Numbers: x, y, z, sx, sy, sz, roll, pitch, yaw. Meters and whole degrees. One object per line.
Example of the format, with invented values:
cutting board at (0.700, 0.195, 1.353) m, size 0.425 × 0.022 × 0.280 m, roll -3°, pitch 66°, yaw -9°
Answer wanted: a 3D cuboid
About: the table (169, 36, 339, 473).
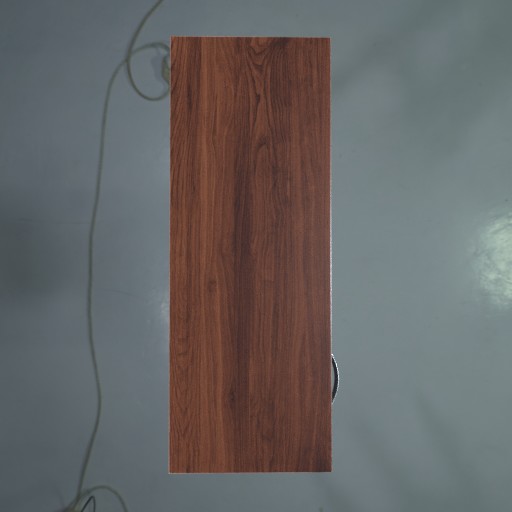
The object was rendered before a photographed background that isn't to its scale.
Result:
table at (0.000, 0.000, 1.337) m, size 0.380 × 0.790 × 0.930 m, roll 0°, pitch 89°, yaw -1°
